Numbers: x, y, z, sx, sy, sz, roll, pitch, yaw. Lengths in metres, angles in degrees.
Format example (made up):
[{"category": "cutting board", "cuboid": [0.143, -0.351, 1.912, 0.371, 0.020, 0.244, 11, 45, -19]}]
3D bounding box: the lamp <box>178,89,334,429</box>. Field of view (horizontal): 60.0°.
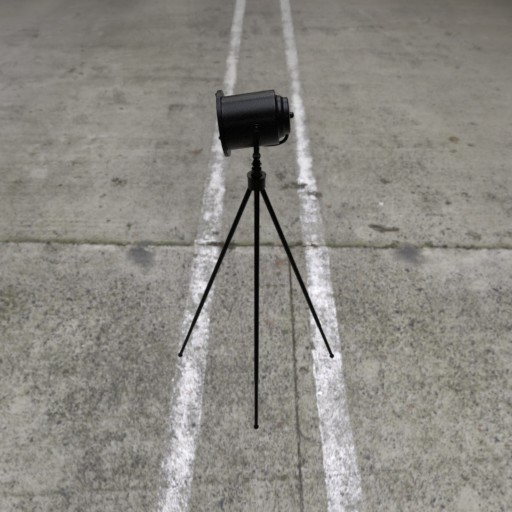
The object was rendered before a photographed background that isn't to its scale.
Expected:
[{"category": "lamp", "cuboid": [0.000, 0.000, 2.033, 0.884, 1.504, 0.879, 0, 40, 0]}]
